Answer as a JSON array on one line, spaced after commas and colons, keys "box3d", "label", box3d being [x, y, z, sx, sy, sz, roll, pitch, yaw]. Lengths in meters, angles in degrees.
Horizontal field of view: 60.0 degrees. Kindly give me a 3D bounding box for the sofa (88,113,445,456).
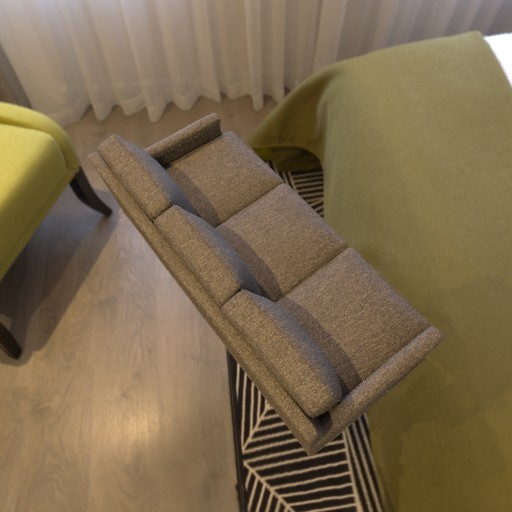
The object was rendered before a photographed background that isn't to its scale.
[{"box3d": [0.000, 0.000, 2.856, 1.084, 1.003, 2.246, -34, 65, -18], "label": "sofa"}]
